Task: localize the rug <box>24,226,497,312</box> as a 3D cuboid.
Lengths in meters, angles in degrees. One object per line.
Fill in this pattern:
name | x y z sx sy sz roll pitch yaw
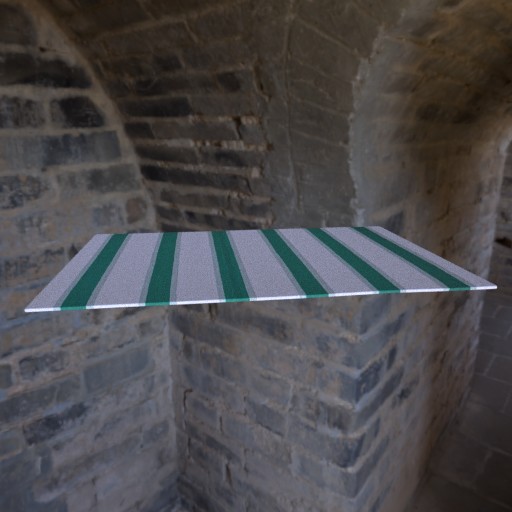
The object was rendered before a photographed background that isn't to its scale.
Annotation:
rug | 0.000 0.000 2.270 1.829 0.012 1.210 -2 16 -7
